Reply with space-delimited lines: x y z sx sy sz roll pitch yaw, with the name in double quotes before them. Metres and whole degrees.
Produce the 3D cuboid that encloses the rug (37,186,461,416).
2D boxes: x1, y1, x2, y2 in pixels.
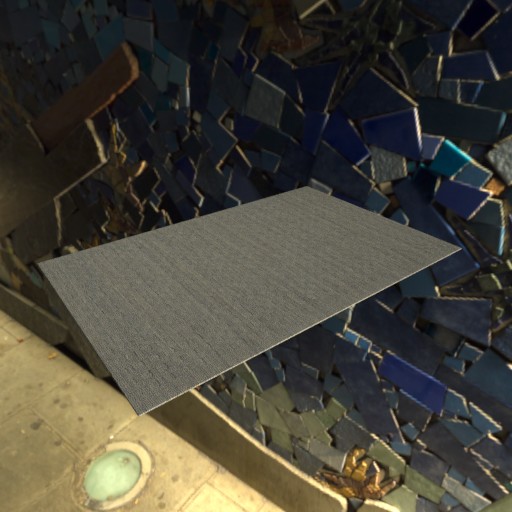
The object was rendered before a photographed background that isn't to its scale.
"rug" 0.000 0.000 2.181 1.752 0.006 1.142 -20 35 -32
